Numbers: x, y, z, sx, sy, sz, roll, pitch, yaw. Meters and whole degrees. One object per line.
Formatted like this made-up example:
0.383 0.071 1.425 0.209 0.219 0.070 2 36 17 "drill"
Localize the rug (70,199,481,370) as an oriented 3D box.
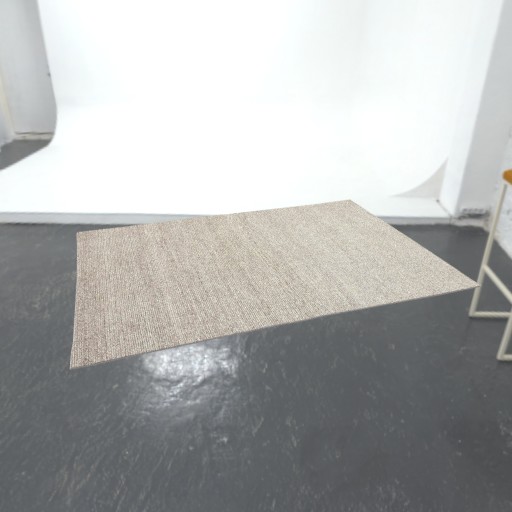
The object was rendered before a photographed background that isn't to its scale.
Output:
0.000 0.000 3.018 2.342 0.030 1.609 -8 28 -16 "rug"
